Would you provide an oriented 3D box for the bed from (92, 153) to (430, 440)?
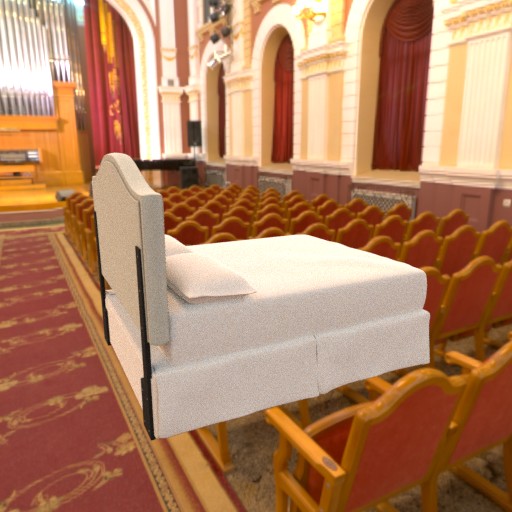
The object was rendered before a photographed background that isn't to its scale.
[{"bbox_3d":[0.000,0.000,3.524,2.180,1.607,1.813,-7,15,-27],"label":"bed"}]
